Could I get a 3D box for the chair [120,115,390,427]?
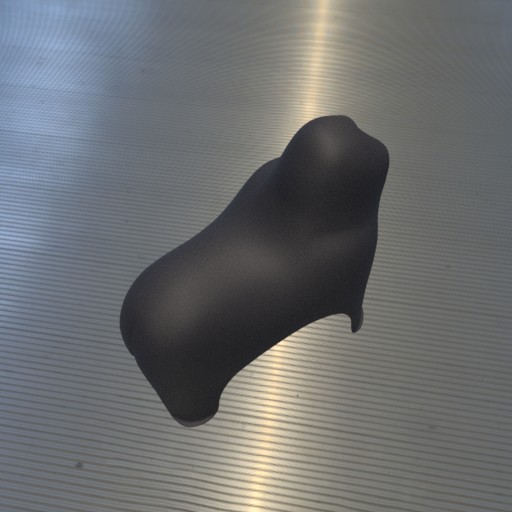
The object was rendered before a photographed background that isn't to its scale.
[{"bbox_3d":[0.000,0.000,1.123,0.758,0.600,0.490,-32,63,-19],"label":"chair"}]
